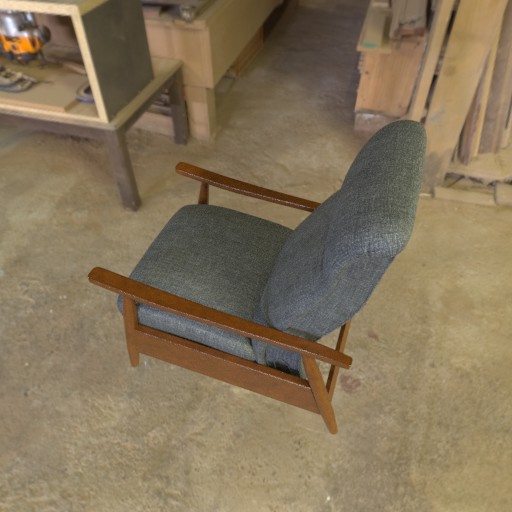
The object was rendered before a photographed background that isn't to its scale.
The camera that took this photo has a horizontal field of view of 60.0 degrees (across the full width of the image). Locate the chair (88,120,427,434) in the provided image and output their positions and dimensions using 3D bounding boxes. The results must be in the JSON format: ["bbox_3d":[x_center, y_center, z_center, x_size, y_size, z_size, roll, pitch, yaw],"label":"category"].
[{"bbox_3d":[0.000,0.000,1.780,1.030,1.082,0.762,14,48,13],"label":"chair"}]
